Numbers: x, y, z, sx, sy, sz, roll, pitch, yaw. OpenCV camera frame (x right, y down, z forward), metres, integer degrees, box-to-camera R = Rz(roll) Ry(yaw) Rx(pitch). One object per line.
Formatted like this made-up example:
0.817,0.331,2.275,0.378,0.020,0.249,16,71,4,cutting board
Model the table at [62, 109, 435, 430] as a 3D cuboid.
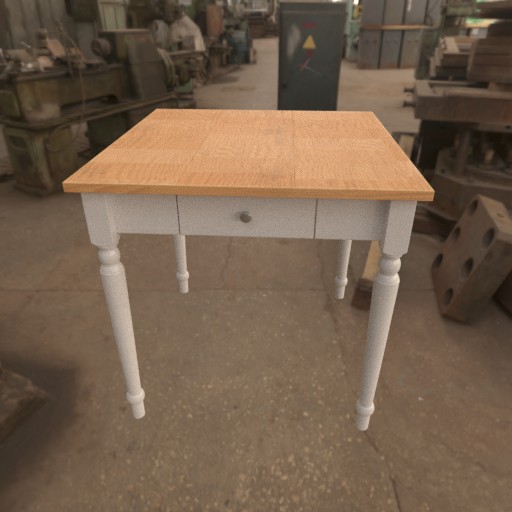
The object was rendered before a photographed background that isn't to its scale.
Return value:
0.000,0.000,1.390,0.747,0.738,0.747,2,30,3,table
